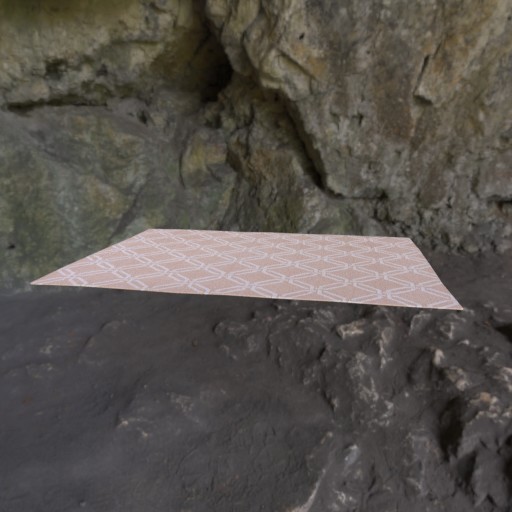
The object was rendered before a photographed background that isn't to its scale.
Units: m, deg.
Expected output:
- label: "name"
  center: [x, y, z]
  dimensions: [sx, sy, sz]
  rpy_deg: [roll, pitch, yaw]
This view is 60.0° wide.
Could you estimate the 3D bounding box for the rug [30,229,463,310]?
- label: "rug"
  center: [0.000, 0.000, 4.502]
  dimensions: [3.365, 0.020, 2.452]
  rpy_deg: [2, 14, 10]
